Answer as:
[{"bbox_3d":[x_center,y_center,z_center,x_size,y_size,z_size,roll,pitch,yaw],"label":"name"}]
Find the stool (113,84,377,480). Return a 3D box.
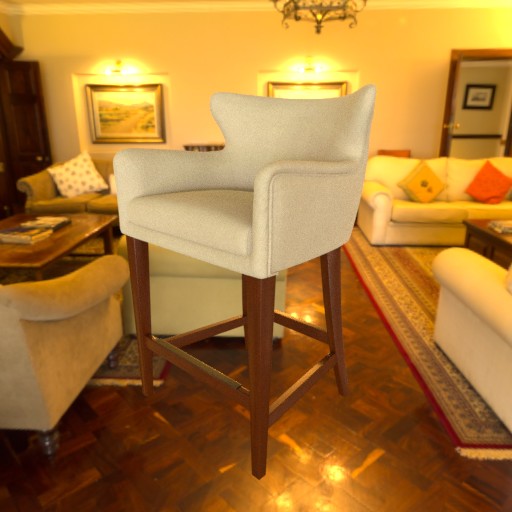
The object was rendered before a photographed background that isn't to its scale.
[{"bbox_3d":[0.000,0.000,1.329,0.601,0.951,0.570,16,24,41],"label":"stool"}]
